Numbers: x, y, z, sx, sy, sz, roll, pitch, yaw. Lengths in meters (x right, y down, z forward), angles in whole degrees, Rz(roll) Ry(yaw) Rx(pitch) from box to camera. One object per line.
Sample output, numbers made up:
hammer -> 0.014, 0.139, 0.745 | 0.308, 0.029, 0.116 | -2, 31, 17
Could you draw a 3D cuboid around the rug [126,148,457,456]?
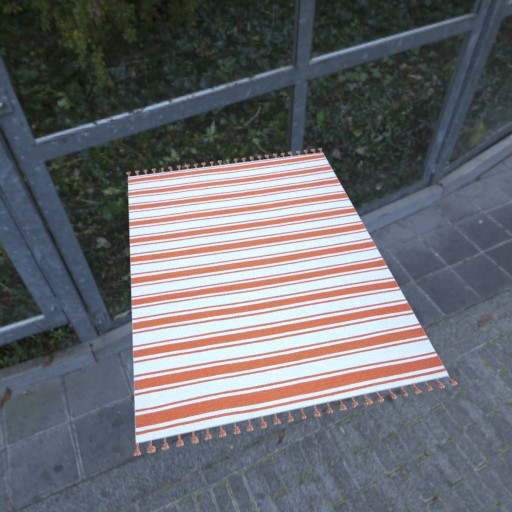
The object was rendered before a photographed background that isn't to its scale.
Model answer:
rug -> 0.000, 0.000, 4.356 | 2.451, 0.035, 3.369 | -9, 47, -8
